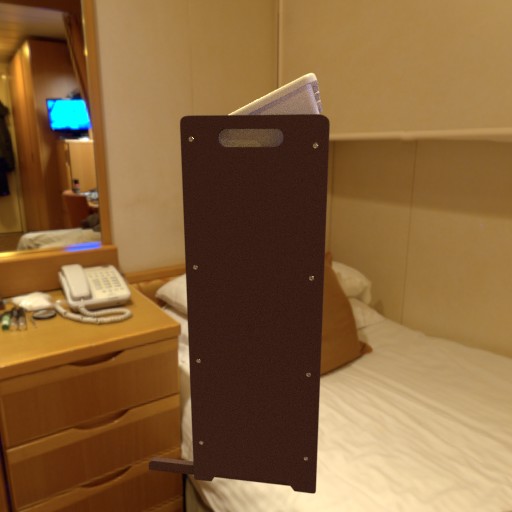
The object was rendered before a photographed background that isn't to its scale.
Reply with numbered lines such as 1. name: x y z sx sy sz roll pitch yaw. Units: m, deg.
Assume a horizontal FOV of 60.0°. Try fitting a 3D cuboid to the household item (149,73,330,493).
1. household item: 0.000 0.000 1.267 0.389 0.864 0.787 2 14 9
